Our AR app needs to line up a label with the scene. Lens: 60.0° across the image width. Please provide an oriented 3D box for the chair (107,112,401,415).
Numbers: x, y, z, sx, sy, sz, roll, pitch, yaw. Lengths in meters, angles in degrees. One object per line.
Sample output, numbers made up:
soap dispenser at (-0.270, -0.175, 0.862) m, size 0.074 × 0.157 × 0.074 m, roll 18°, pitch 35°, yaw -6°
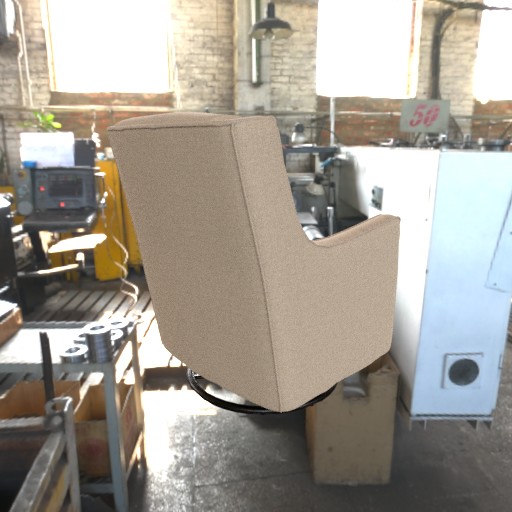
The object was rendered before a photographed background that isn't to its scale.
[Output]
chair at (0.000, 0.000, 1.662) m, size 0.879 × 0.993 × 0.732 m, roll -13°, pitch 20°, yaw -43°
